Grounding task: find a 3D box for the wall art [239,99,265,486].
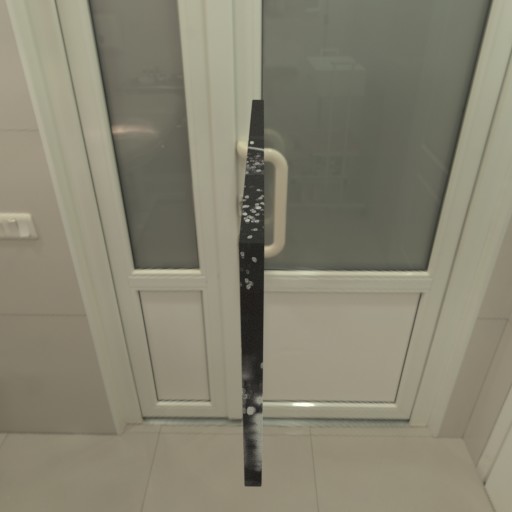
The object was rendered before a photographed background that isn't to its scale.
[{"bbox_3d":[0.000,0.000,1.186,0.038,0.609,0.914,0,32,1],"label":"wall art"}]
